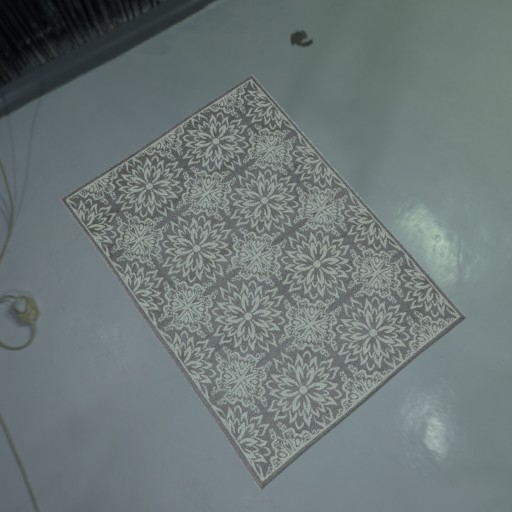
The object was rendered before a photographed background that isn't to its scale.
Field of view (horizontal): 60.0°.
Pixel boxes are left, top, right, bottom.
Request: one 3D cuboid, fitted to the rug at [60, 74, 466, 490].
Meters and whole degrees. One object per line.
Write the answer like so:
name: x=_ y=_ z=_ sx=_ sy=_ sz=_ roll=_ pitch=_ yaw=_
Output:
rug: x=0.000 y=0.000 z=2.854 sx=1.608 sy=0.014 sz=2.213 roll=-36 pitch=78 yaw=-9
